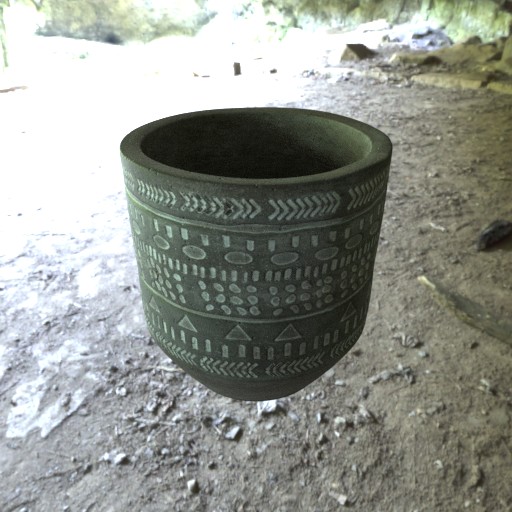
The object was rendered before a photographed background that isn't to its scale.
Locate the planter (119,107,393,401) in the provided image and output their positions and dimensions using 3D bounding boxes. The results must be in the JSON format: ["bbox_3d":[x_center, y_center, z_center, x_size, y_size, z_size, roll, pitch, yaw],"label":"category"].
[{"bbox_3d":[0.000,0.000,0.273,0.142,0.149,0.142,0,31,0],"label":"planter"}]
